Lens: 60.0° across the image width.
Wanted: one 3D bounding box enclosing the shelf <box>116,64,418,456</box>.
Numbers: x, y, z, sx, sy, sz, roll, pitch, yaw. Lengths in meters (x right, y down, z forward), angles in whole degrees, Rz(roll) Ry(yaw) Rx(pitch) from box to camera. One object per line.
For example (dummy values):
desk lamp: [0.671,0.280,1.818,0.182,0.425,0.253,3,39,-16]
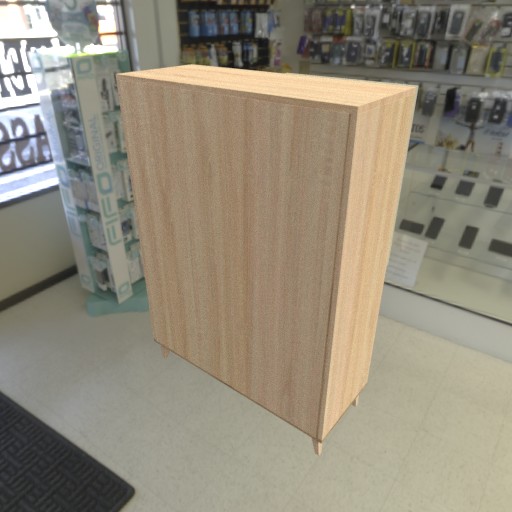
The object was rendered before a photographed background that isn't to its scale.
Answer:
shelf: [0.000,0.000,1.877,0.995,1.405,0.434,21,36,33]
